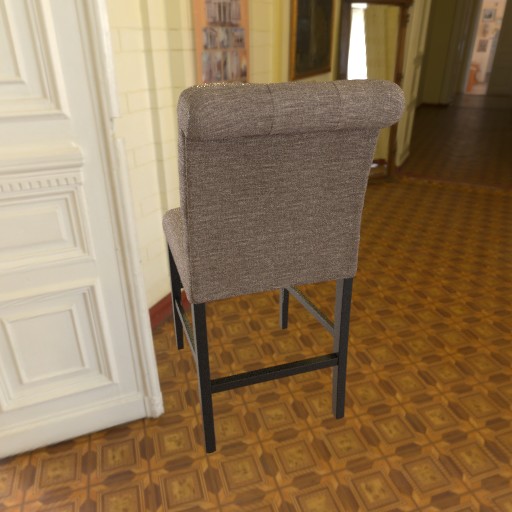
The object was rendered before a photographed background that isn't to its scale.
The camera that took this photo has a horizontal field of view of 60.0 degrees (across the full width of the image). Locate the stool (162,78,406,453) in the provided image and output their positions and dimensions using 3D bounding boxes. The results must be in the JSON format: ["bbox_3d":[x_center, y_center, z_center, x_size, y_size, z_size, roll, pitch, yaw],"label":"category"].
[{"bbox_3d":[0.000,0.000,1.264,0.457,0.970,0.611,-8,28,-16],"label":"stool"}]
